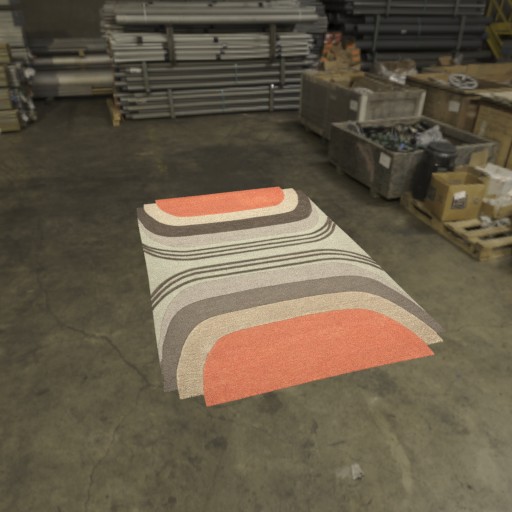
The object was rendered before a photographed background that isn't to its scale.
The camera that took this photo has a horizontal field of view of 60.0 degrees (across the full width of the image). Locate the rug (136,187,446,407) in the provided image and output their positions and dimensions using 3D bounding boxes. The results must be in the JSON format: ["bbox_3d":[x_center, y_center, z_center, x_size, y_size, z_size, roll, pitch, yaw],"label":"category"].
[{"bbox_3d":[0.000,0.000,3.129,1.530,0.017,2.446,-8,31,-14],"label":"rug"}]
